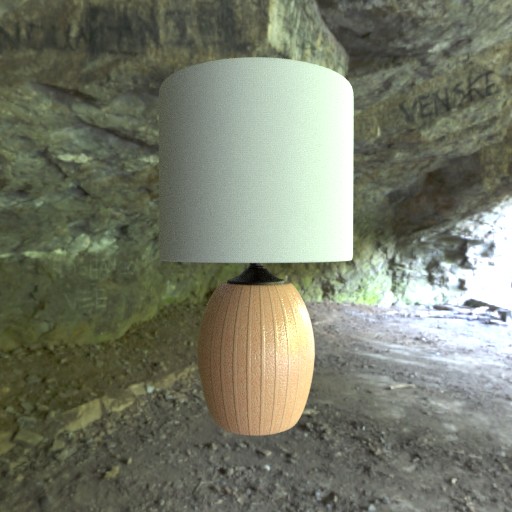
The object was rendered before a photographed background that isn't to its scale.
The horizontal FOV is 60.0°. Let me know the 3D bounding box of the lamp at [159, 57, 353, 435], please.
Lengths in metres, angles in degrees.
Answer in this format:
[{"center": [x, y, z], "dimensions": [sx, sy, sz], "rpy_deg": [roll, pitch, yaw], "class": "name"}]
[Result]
[{"center": [0.000, 0.000, 0.771], "dimensions": [0.329, 0.570, 0.329], "rpy_deg": [0, 1, 0], "class": "lamp"}]
